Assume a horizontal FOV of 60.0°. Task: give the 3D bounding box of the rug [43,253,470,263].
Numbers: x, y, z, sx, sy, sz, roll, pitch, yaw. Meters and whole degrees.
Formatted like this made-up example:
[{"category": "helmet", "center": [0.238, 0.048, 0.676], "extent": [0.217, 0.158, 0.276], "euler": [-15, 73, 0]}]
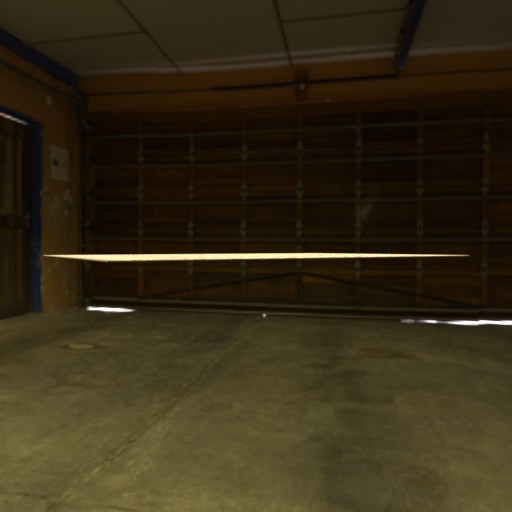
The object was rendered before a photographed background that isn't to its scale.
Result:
[{"category": "rug", "center": [0.000, 0.000, 2.284], "extent": [1.829, 0.008, 1.219], "euler": [-1, 1, -33]}]
